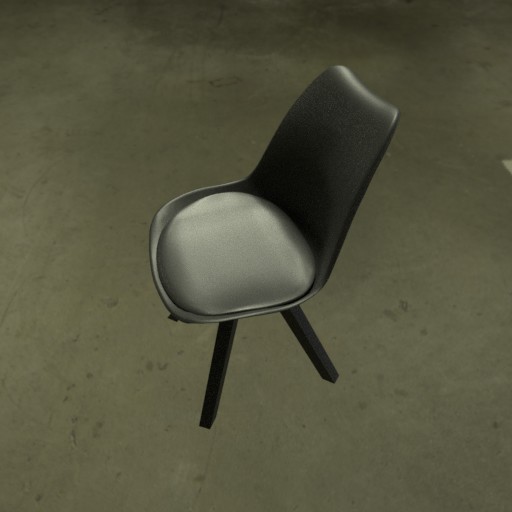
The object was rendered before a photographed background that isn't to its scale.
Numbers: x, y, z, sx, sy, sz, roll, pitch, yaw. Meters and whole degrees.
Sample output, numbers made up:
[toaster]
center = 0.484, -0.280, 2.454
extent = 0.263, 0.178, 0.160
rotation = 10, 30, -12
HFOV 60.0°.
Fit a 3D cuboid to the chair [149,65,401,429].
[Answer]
[chair]
center = 0.000, 0.000, 1.186
extent = 0.550, 0.850, 0.485
rotation = -15, 48, -14
